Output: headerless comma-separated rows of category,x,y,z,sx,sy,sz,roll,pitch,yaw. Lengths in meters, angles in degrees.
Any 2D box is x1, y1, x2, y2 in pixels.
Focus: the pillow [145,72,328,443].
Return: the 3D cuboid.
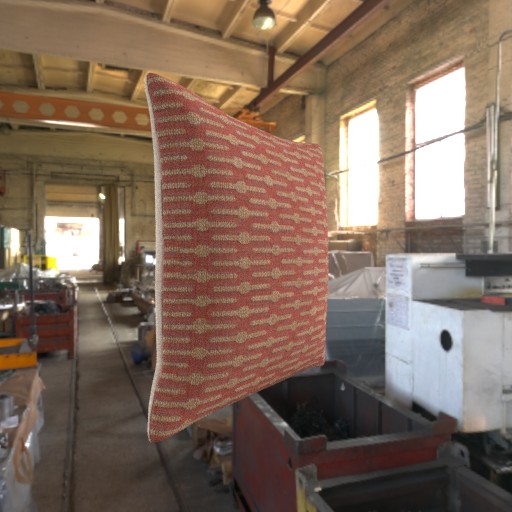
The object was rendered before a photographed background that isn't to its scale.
pillow,0.000,0.000,0.807,0.182,0.503,0.511,1,1,35
